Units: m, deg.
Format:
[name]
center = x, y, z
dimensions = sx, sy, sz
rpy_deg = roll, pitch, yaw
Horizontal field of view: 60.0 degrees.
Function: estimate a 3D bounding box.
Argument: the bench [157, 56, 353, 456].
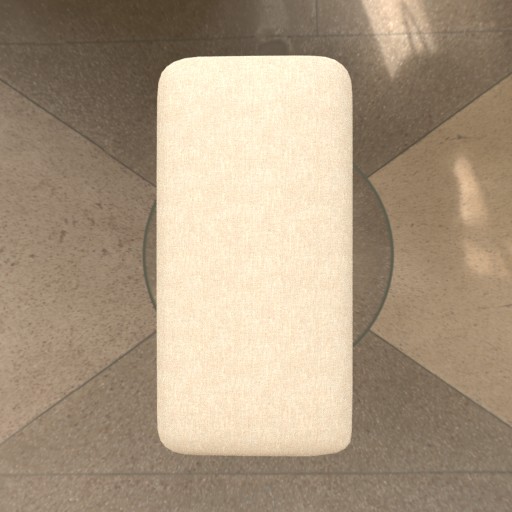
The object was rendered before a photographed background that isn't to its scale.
[bench]
center = 0.000, 0.000, 1.246
dimensions = 0.483, 0.483, 0.991
rpy_deg = 0, 90, 1
